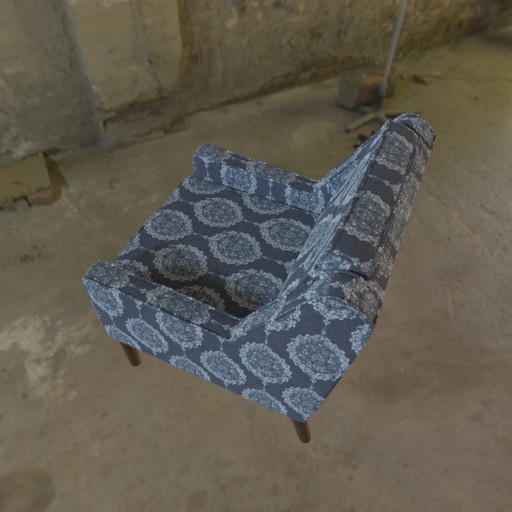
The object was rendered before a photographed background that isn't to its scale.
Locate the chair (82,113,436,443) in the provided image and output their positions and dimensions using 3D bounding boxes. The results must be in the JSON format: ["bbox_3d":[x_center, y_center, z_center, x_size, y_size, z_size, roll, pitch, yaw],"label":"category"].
[{"bbox_3d":[0.000,0.000,1.299,0.743,0.792,0.663,19,51,16],"label":"chair"}]
